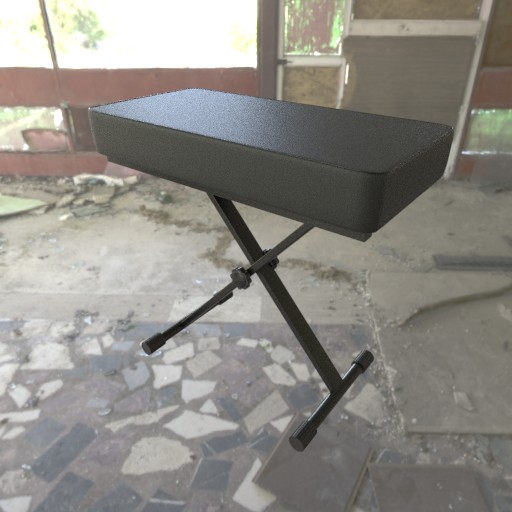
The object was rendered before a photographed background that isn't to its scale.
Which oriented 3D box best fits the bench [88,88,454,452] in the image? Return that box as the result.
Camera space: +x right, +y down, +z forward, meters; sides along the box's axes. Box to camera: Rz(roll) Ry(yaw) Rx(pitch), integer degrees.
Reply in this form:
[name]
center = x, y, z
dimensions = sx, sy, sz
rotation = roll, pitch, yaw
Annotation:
[bench]
center = 0.000, 0.000, 0.913
dimensions = 0.600, 0.561, 0.300
rotation = 21, 36, 32
